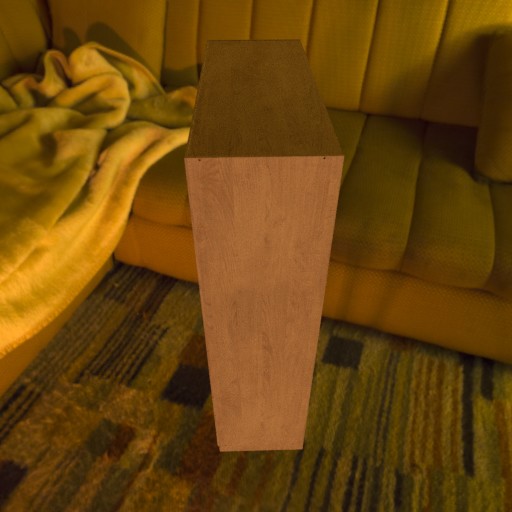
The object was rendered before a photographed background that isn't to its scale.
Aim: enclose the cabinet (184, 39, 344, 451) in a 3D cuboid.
[{"bbox_3d":[0.000,0.000,2.478,0.510,1.910,1.290,-1,41,-1],"label":"cabinet"}]
